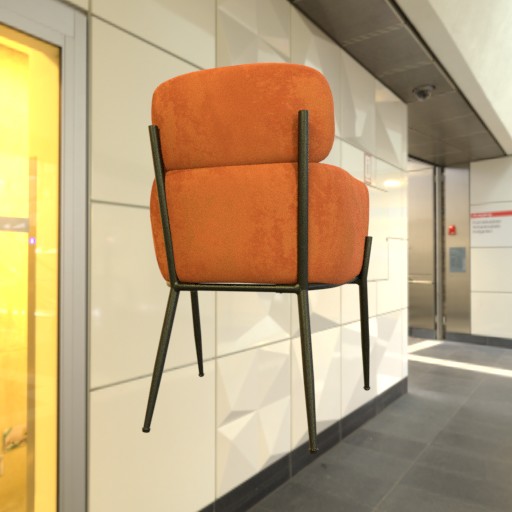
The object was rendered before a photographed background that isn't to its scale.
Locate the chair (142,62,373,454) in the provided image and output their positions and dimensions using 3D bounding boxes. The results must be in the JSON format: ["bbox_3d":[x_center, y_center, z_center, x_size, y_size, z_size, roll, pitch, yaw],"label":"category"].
[{"bbox_3d":[0.000,0.000,1.125,0.561,0.772,0.523,0,-1,17],"label":"chair"}]
